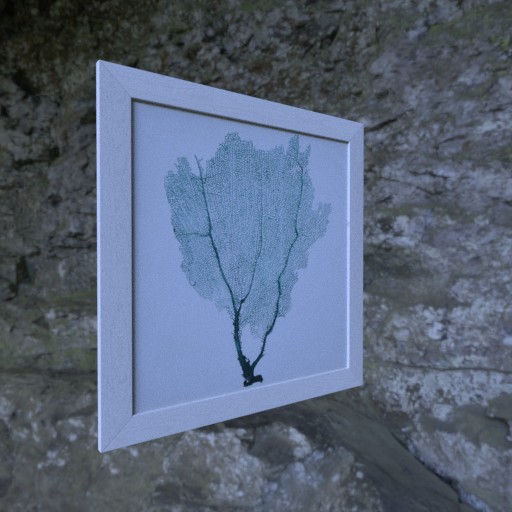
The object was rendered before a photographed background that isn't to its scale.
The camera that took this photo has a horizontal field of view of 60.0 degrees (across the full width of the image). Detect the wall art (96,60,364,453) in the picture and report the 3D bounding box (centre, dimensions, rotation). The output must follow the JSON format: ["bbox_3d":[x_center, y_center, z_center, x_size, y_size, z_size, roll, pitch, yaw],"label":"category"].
[{"bbox_3d":[0.000,0.000,0.821,0.572,0.577,0.015,-1,1,-35],"label":"wall art"}]
